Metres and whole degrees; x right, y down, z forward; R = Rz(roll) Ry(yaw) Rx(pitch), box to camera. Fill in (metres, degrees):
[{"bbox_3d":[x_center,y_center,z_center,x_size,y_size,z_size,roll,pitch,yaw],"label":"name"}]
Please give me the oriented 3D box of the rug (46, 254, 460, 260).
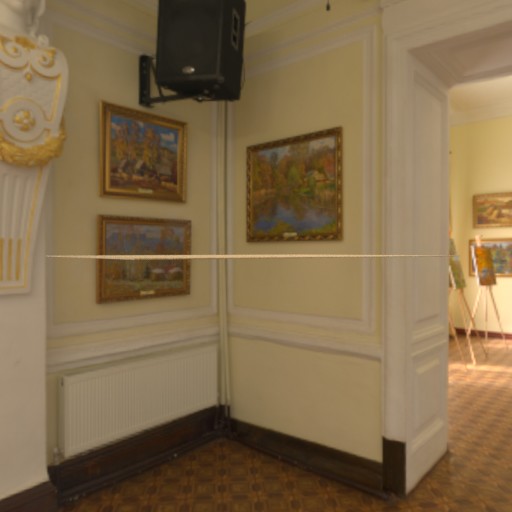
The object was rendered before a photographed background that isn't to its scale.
[{"bbox_3d":[0.000,0.000,3.754,2.895,0.006,1.981,0,1,-36],"label":"rug"}]
